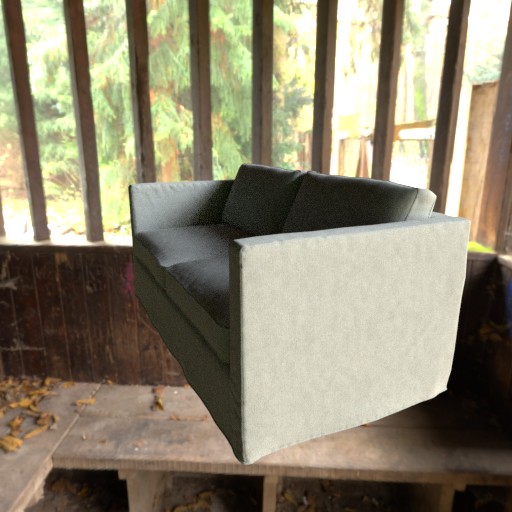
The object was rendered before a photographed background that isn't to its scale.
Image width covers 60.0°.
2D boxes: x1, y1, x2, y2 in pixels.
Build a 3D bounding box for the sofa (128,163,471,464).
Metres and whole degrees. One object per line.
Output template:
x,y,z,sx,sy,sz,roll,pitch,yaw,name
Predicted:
0.000,0.000,2.215,0.944,0.830,1.727,-7,17,-25,sofa
